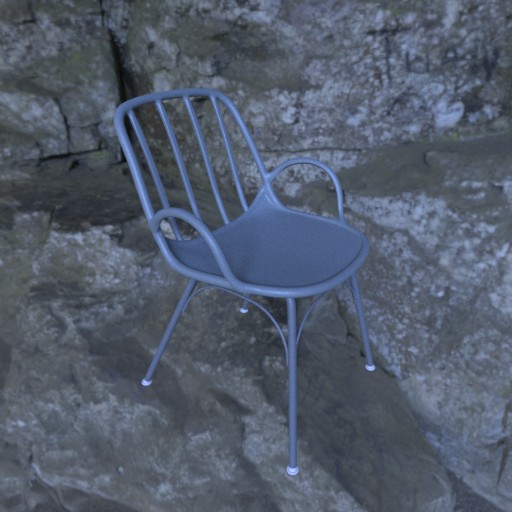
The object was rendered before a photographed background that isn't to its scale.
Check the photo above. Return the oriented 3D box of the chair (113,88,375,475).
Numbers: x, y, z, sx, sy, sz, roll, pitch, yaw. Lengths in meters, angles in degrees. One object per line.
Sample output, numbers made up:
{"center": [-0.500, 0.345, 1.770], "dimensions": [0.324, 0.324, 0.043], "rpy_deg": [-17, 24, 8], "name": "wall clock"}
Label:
{"center": [0.000, 0.000, 1.215], "dimensions": [0.597, 0.816, 0.549], "rpy_deg": [19, 33, 32], "name": "chair"}
